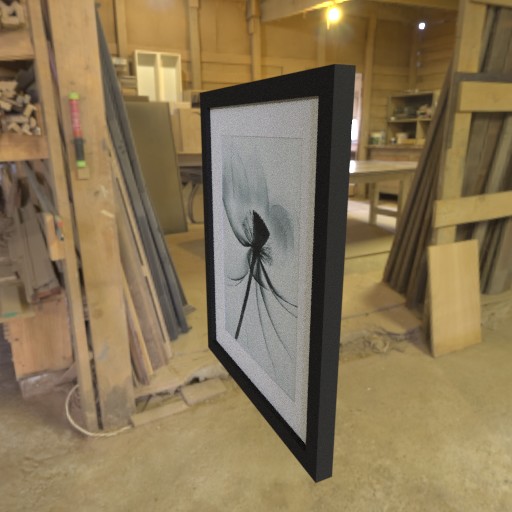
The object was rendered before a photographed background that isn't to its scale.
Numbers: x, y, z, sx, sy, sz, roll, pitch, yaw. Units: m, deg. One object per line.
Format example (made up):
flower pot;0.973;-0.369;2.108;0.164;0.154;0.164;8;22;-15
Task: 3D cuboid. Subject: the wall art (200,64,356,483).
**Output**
wall art;0.000;0.000;0.765;0.029;0.559;0.457;-8;18;-25
